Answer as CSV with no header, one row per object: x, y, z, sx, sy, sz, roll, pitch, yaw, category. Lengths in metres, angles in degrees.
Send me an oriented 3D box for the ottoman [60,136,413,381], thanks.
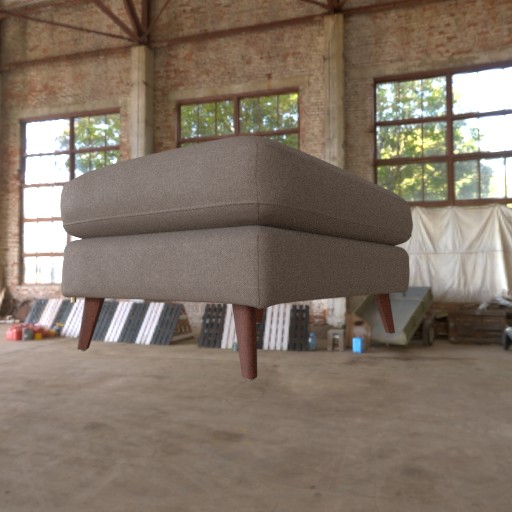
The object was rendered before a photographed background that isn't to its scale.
0.000,0.000,1.169,0.608,0.449,0.811,-2,-3,36,ottoman
